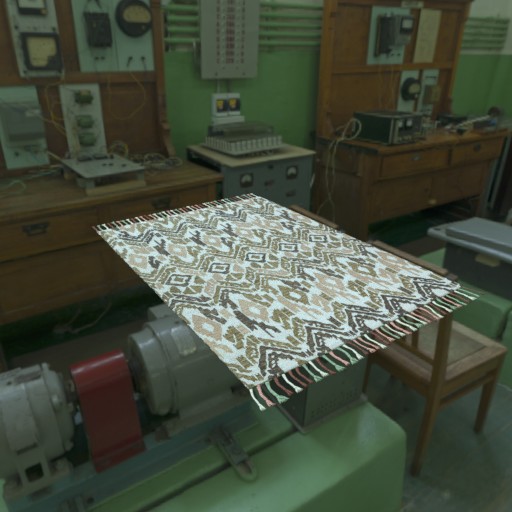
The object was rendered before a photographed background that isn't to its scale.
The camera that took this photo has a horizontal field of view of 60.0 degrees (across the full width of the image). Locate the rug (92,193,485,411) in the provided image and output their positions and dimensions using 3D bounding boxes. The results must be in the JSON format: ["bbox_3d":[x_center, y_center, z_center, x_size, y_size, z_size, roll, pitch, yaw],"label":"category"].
[{"bbox_3d":[0.000,0.000,2.323,1.219,0.008,1.829,-17,30,-31],"label":"rug"}]
